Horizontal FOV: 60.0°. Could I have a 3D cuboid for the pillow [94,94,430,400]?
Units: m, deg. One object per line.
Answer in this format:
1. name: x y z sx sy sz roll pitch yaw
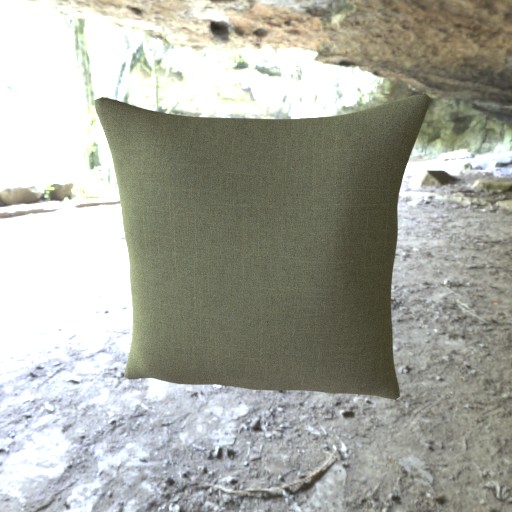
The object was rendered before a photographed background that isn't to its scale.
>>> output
1. pillow: 0.000 0.000 0.633 0.435 0.432 0.138 2 16 7
